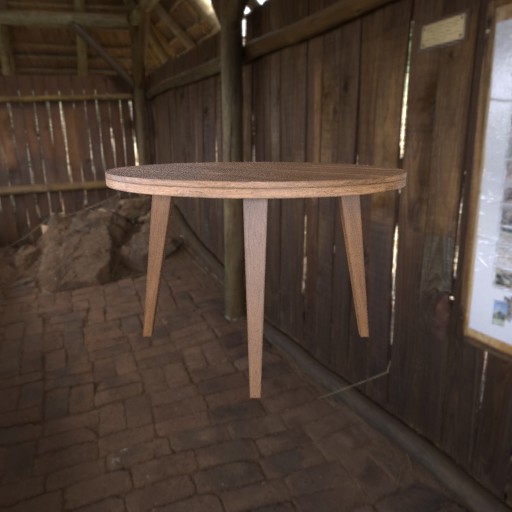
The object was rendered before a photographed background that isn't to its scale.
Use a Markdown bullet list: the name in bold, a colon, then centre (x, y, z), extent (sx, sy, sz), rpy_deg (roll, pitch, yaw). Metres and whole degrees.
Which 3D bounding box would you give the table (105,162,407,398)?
- **table**: centre (0.000, 0.000, 1.973), extent (1.213, 0.764, 1.213), rpy_deg (0, 15, 0)
